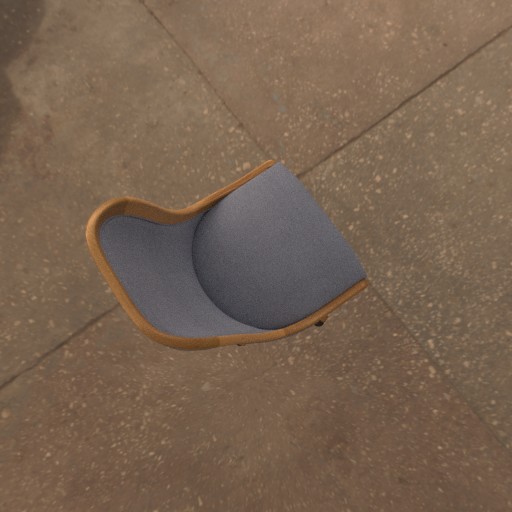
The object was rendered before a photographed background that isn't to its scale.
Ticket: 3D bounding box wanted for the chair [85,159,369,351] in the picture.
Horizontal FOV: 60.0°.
[{"bbox_3d":[0.000,0.000,1.463,0.735,1.031,0.605,-33,77,-9],"label":"chair"}]
